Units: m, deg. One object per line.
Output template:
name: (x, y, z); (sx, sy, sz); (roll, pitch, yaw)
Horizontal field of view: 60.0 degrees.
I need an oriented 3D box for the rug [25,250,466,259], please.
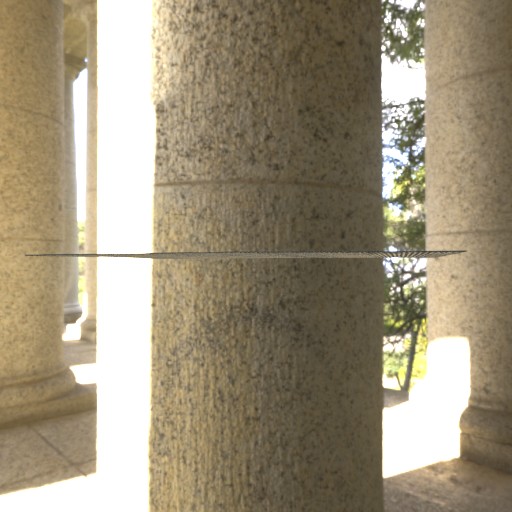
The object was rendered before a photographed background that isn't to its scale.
rug: (0.000, 0.000, 2.171); (1.740, 0.010, 1.135); (0, -1, 18)
